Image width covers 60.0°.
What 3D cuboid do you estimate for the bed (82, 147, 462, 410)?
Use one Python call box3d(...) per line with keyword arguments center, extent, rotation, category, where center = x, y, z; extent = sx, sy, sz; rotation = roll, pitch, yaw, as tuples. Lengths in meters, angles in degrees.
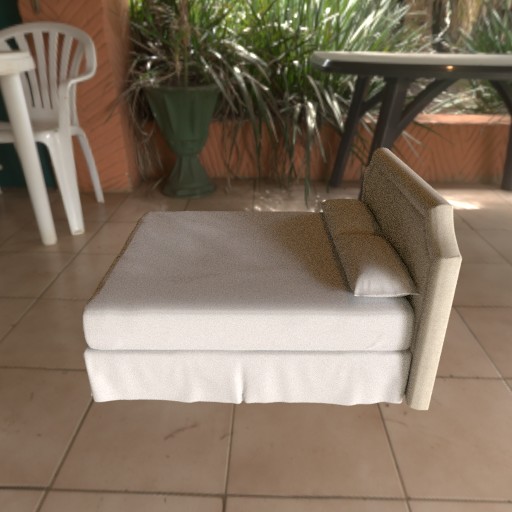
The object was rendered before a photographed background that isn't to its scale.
box3d(center=(0.000, 0.000, 3.278), extent=(2.164, 1.297, 1.828), rotation=(0, 26, 0), category="bed")
